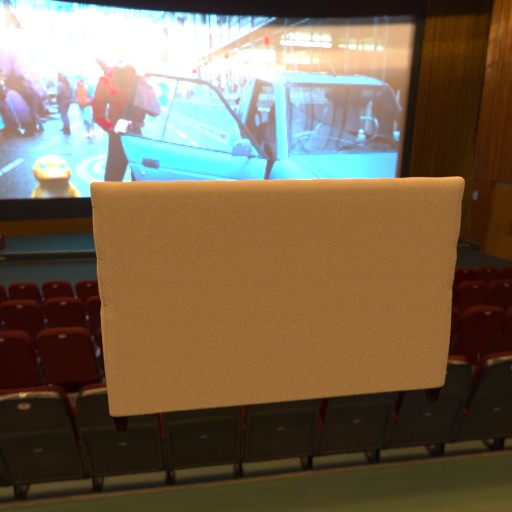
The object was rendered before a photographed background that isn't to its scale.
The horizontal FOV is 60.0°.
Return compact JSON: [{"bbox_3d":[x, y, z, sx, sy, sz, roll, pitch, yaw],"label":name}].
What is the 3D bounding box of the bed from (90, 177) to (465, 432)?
[{"bbox_3d":[0.000,0.000,3.645,2.078,1.427,2.387,-2,15,-9],"label":"bed"}]
